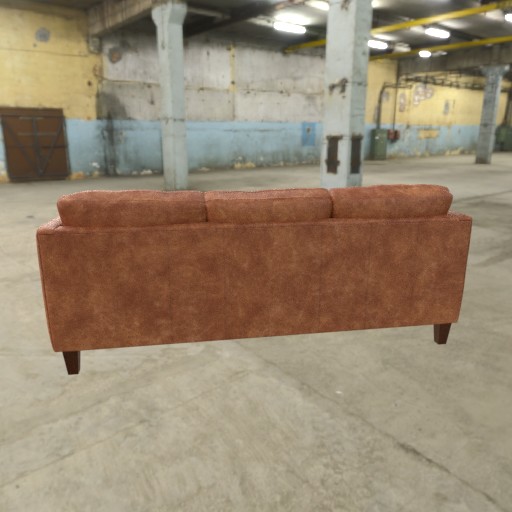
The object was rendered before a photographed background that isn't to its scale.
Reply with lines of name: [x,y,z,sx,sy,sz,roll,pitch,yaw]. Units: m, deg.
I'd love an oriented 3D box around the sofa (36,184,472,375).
sofa: [0.000,0.000,2.991,2.464,1.006,1.045,-2,15,-9]
